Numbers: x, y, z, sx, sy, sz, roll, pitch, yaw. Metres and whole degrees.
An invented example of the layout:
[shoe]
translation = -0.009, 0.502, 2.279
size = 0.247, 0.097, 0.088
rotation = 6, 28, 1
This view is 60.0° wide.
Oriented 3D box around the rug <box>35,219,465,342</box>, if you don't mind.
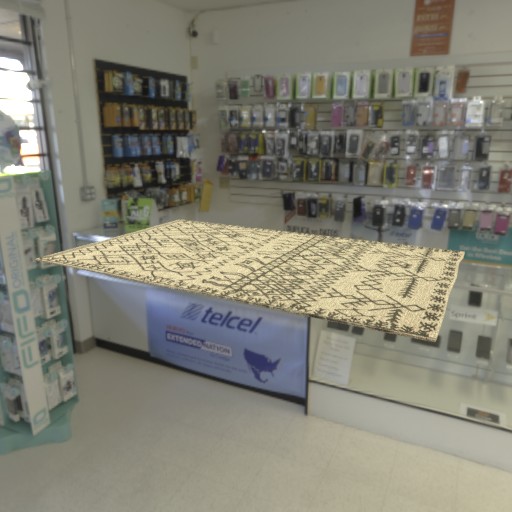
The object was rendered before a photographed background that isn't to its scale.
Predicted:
[rug]
translation = 0.000, 0.000, 2.964
size = 2.444, 0.012, 1.530
rotation = 8, 18, 27
